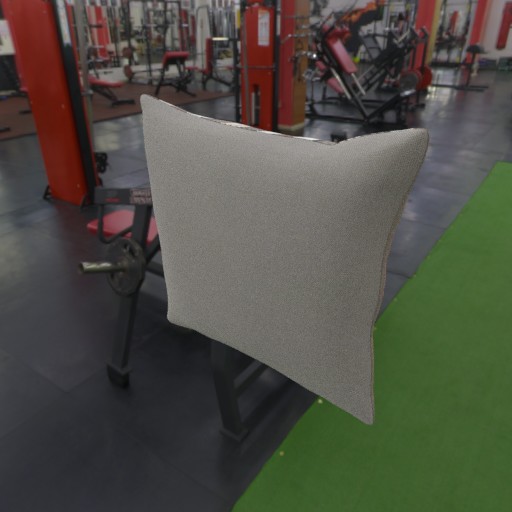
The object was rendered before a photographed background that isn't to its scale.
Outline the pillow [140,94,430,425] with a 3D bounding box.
[{"bbox_3d":[0.000,0.000,0.623,0.416,0.401,0.173,19,33,32],"label":"pillow"}]
